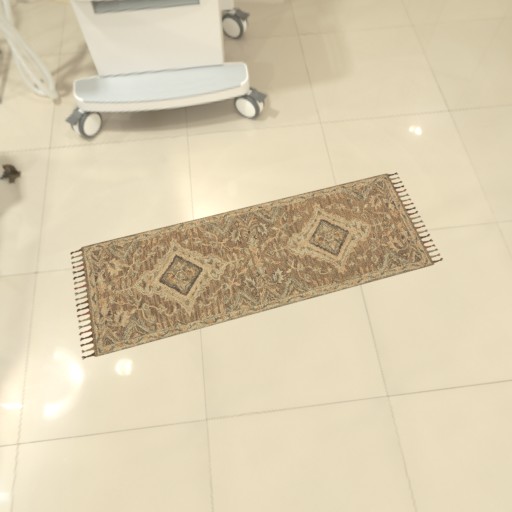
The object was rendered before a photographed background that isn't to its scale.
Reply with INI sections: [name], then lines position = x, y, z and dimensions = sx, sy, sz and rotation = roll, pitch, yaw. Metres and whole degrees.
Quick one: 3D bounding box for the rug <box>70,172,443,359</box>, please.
[rug]
position = 0.000, 0.000, 2.825
dimensions = 2.378, 0.018, 1.324
rotation = 0, 63, 0
